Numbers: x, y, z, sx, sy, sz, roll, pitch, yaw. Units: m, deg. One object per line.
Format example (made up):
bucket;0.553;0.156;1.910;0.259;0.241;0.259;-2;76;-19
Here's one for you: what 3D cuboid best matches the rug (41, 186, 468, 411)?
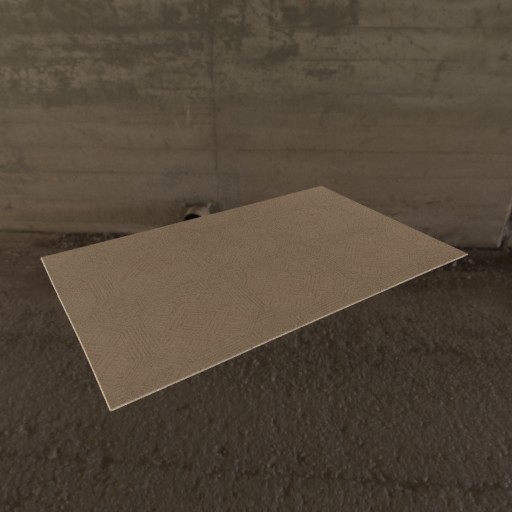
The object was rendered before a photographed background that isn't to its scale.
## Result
rug;0.000;0.000;2.982;2.440;0.008;1.524;-18;34;-28
